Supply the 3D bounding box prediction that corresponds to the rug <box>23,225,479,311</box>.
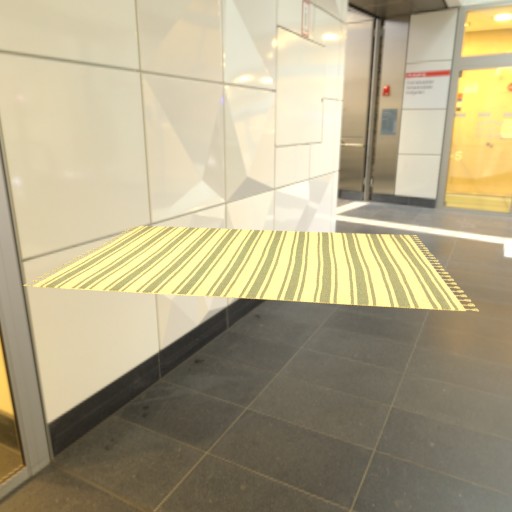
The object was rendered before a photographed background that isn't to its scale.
[{"bbox_3d":[0.000,0.000,3.028,2.410,0.011,1.539,2,17,8],"label":"rug"}]
